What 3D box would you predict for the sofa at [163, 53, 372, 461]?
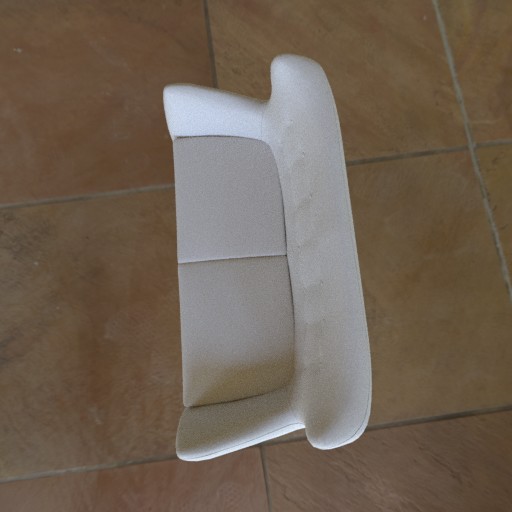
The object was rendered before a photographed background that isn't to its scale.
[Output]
[{"bbox_3d":[0.000,0.000,2.379,0.899,0.890,1.930,-4,77,-1],"label":"sofa"}]
